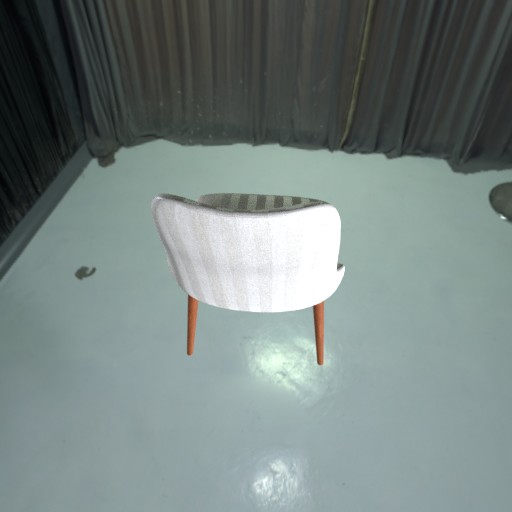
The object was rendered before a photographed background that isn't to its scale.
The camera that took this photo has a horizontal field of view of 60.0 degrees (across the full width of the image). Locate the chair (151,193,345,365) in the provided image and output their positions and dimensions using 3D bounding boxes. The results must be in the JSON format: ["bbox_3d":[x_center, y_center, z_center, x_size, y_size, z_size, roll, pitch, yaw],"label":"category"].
[{"bbox_3d":[0.000,0.000,1.328,0.526,0.917,0.684,3,46,3],"label":"chair"}]
